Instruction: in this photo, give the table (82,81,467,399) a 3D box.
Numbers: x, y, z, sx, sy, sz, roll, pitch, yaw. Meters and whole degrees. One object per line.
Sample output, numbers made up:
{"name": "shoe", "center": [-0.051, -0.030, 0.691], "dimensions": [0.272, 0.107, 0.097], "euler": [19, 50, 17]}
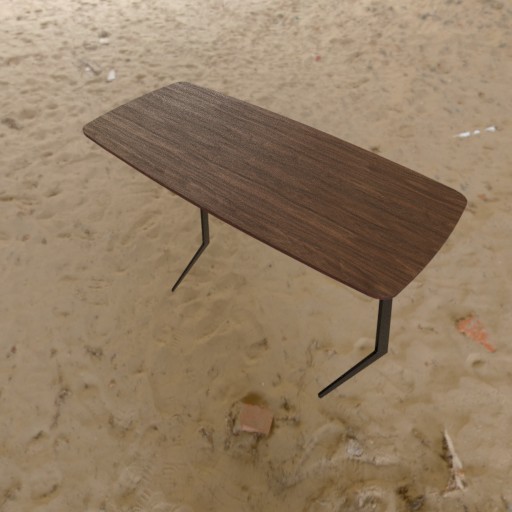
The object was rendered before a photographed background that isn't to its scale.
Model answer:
{"name": "table", "center": [0.000, 0.000, 1.125], "dimensions": [0.804, 0.576, 0.361], "euler": [31, 53, 26]}
